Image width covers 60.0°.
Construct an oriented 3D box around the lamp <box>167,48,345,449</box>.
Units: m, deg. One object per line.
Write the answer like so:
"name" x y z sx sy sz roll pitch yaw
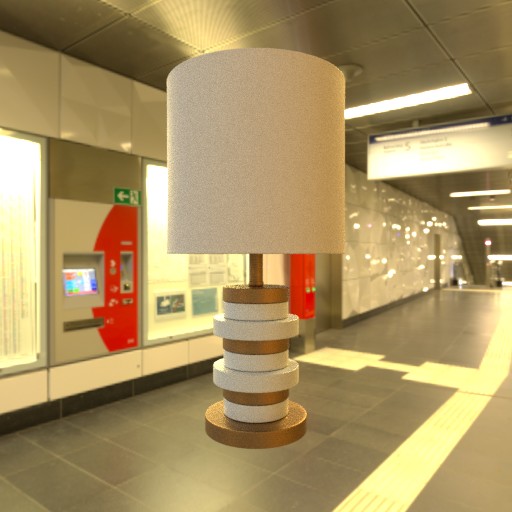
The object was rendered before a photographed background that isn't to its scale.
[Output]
"lamp" 0.000 0.000 0.531 0.210 0.410 0.210 0 0 18
